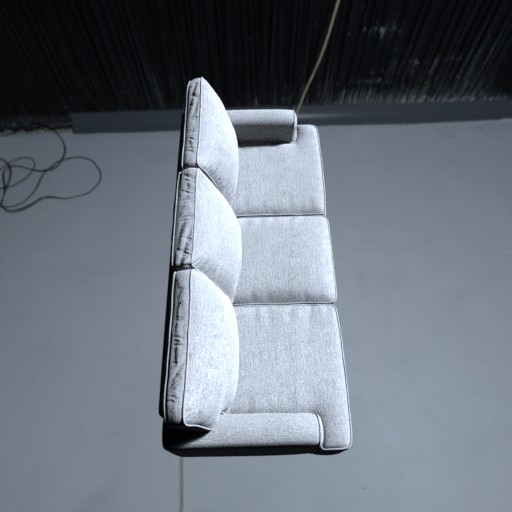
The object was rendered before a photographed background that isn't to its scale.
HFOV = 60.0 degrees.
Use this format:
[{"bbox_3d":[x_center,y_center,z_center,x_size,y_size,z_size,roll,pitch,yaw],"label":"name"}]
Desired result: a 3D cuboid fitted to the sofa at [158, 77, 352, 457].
[{"bbox_3d":[0.000,0.000,2.652,0.951,0.965,2.158,-1,62,-1],"label":"sofa"}]
